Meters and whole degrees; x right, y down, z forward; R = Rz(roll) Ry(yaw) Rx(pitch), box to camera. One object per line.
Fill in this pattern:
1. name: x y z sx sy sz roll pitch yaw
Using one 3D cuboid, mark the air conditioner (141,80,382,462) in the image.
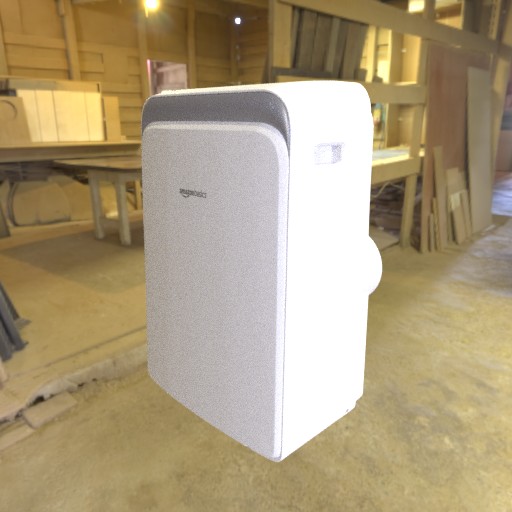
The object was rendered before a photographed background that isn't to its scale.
1. air conditioner: 0.000 0.000 0.961 0.454 0.700 0.365 16 23 41
